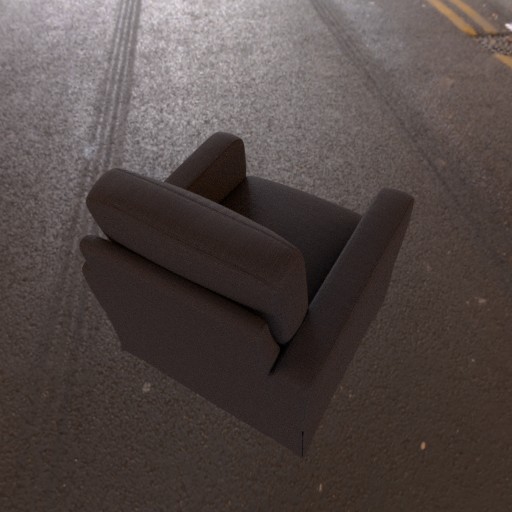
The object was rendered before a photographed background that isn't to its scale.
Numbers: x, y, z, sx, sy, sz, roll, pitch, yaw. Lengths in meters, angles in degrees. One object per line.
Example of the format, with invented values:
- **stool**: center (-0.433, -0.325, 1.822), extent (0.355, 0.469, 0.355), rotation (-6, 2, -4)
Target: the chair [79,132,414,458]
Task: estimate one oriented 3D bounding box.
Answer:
- **chair**: center (0.000, 0.000, 1.480), extent (0.798, 0.855, 0.863), rotation (24, 51, 21)
